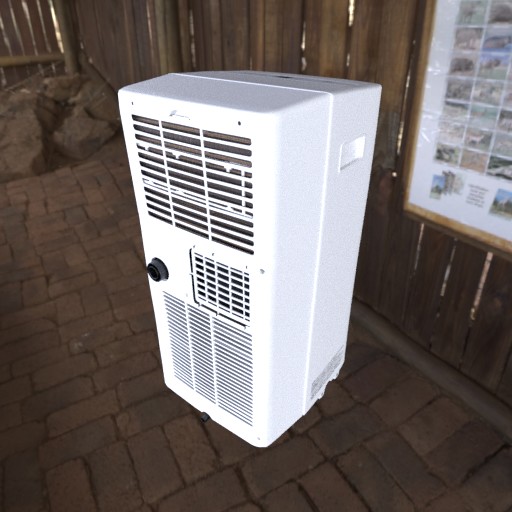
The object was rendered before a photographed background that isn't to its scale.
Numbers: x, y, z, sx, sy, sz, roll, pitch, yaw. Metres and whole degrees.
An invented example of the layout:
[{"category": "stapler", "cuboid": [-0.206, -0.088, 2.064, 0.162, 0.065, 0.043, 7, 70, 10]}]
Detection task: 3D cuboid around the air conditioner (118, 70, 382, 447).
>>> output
[{"category": "air conditioner", "cuboid": [0.000, 0.000, 0.808, 0.304, 0.606, 0.349, 21, 36, 33]}]
